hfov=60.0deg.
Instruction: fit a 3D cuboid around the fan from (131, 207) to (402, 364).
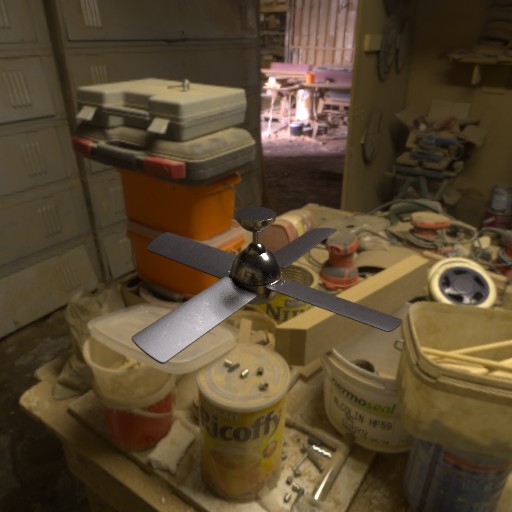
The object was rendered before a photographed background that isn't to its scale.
[{"bbox_3d":[0.000,0.000,1.979,1.332,0.403,1.332,18,32,32],"label":"fan"}]
